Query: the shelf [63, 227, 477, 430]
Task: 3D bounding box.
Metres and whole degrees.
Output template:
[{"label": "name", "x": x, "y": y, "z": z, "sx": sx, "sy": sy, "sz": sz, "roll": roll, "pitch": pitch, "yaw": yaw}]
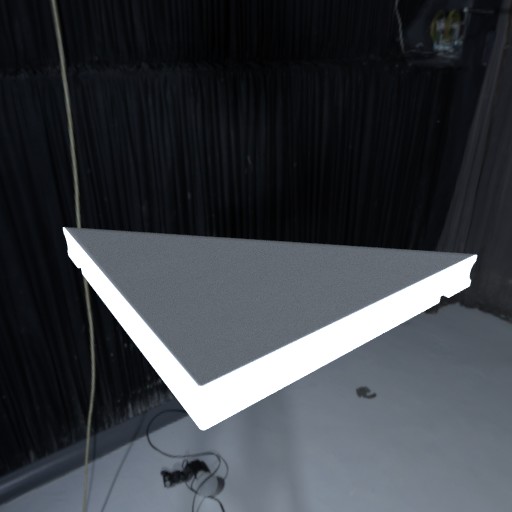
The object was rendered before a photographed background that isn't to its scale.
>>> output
[{"label": "shelf", "x": 0.000, "y": 0.000, "z": 0.447, "sx": 0.296, "sy": 0.035, "sz": 0.296, "roll": -18, "pitch": 32, "yaw": -32}]
